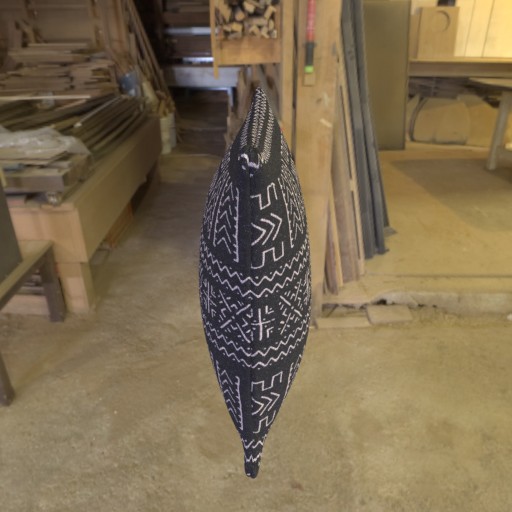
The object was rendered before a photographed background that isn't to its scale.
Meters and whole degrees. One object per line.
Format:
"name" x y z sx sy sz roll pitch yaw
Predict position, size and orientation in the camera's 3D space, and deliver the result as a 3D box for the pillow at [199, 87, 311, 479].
"pillow" 0.000 0.000 0.663 0.164 0.430 0.438 1 27 2
